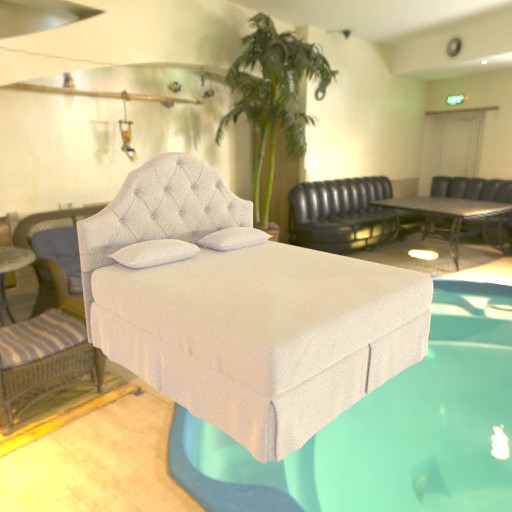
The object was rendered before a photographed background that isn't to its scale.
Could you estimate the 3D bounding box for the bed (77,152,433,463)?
[{"bbox_3d":[0.000,0.000,3.590,2.008,1.615,2.214,-14,20,-43],"label":"bed"}]
